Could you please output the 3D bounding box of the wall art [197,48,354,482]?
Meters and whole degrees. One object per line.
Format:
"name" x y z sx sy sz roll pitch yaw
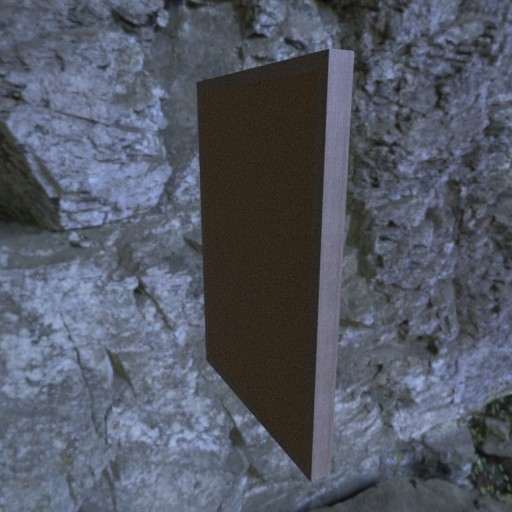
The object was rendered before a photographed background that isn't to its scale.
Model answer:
"wall art" 0.000 0.000 0.653 0.031 0.509 0.356 -8 18 -27
